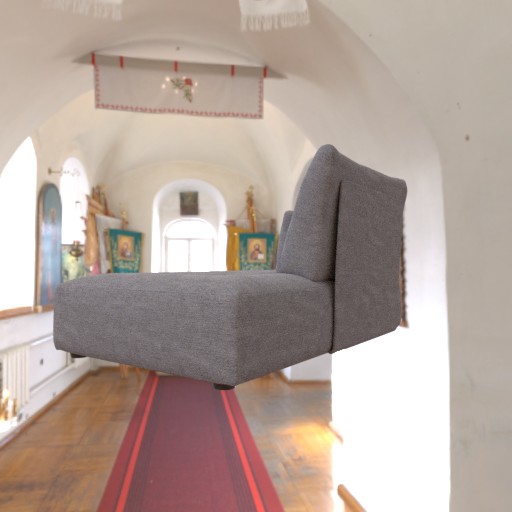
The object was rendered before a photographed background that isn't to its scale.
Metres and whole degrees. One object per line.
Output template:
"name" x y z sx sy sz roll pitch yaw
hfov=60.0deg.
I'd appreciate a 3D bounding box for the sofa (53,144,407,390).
"sofa" 0.000 0.000 2.063 1.002 0.820 1.450 -1 -1 36
